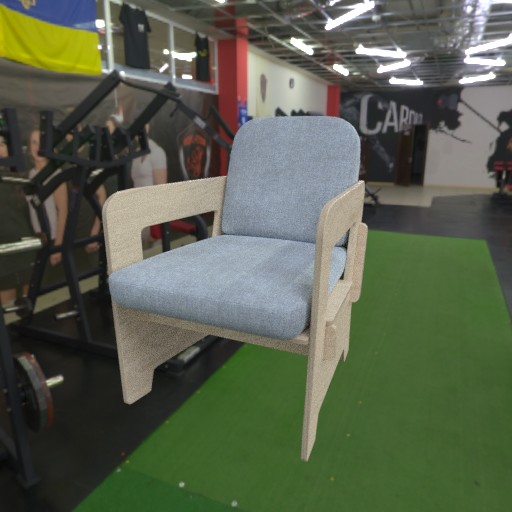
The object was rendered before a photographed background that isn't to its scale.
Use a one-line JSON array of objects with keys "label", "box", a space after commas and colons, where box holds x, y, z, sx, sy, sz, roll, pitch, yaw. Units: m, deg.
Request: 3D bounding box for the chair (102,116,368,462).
[{"label": "chair", "box": [0.000, 0.000, 1.296, 0.590, 0.800, 0.710, 7, 17, 25]}]
